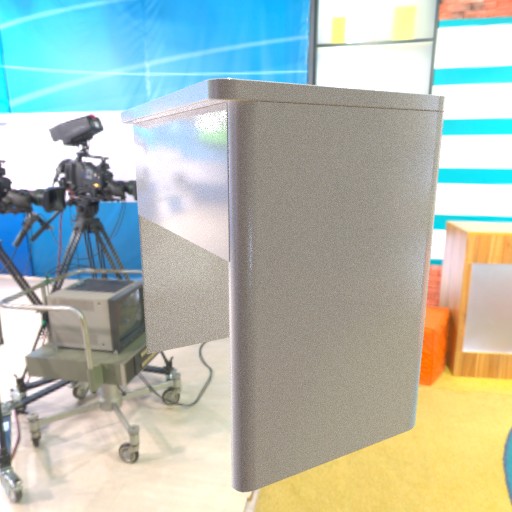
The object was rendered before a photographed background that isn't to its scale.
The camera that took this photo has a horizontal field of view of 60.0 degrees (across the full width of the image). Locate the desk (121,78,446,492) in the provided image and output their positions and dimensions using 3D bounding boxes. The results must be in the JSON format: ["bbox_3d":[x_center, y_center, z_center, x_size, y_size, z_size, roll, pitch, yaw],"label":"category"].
[{"bbox_3d":[0.000,0.000,1.242,0.549,0.800,0.762,-7,15,-27],"label":"desk"}]
